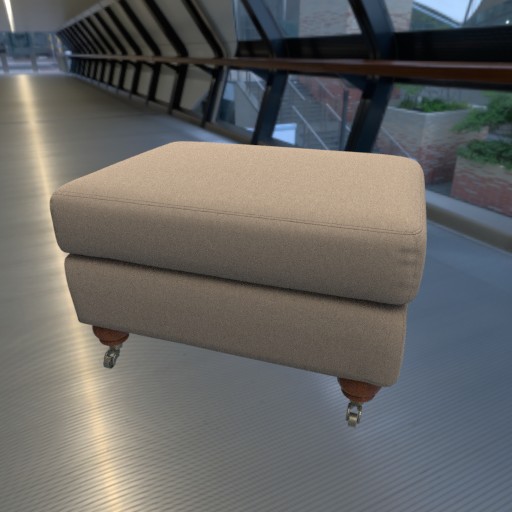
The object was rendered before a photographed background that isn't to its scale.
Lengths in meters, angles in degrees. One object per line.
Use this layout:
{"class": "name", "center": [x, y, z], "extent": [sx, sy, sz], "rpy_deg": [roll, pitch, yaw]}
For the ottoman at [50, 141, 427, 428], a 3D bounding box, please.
{"class": "ottoman", "center": [0.000, 0.000, 1.135], "extent": [0.773, 0.497, 0.574], "rpy_deg": [8, 27, 16]}
